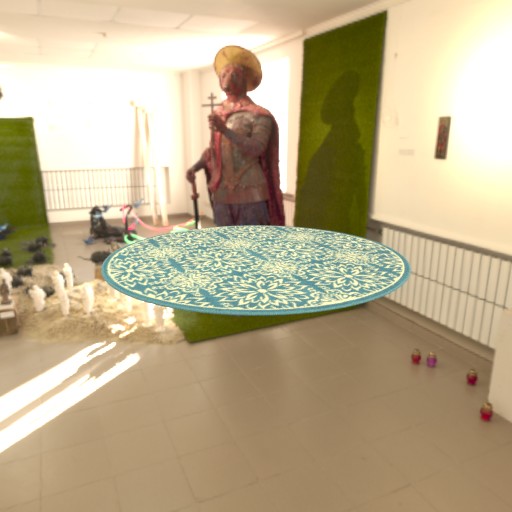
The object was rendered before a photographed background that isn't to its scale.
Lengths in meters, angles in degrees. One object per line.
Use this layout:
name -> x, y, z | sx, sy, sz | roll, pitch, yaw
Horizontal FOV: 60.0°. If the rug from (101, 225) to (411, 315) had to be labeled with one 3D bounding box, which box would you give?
rug -> 0.000, 0.000, 2.402 | 1.593, 0.012, 1.593 | 0, 16, 0
